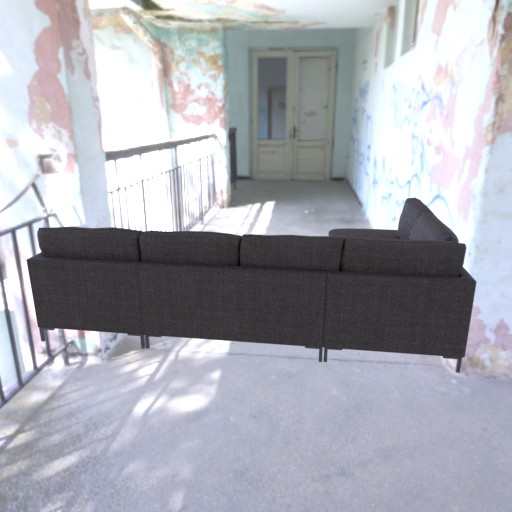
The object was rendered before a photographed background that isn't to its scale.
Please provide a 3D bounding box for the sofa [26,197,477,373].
[{"bbox_3d":[0.000,0.000,4.278,3.423,0.999,2.048,3,18,8],"label":"sofa"}]
